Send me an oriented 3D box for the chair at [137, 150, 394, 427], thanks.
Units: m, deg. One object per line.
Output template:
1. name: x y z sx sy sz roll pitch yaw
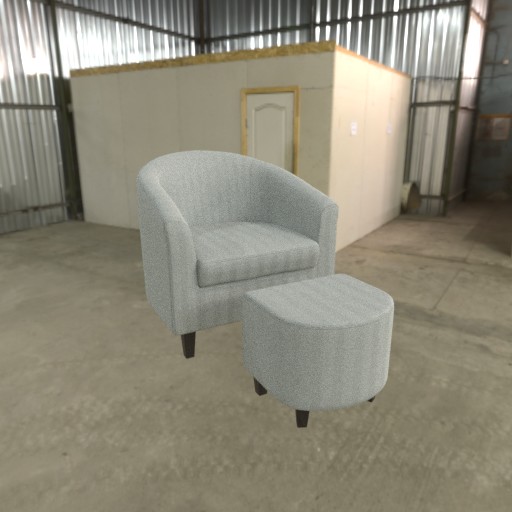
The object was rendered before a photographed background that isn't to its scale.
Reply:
1. chair: 0.000 0.000 1.766 0.756 0.757 1.288 -9 19 -27
